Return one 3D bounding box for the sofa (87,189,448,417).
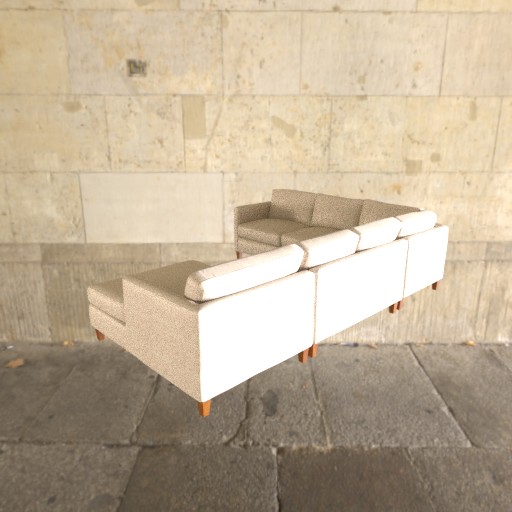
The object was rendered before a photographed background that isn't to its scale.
[{"bbox_3d":[0.000,0.000,4.669,3.460,0.961,2.594,-15,22,-42],"label":"sofa"}]
